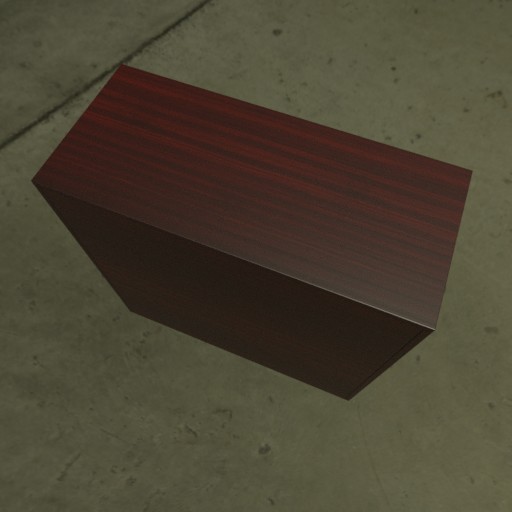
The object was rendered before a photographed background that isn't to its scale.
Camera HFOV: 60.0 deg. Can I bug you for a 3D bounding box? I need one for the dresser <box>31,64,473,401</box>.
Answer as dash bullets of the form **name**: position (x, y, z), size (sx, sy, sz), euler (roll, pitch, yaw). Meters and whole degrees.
- **dresser**: position (0.000, 0.000, 1.149), size (0.750, 0.720, 0.360), euler (20, 65, 10)
